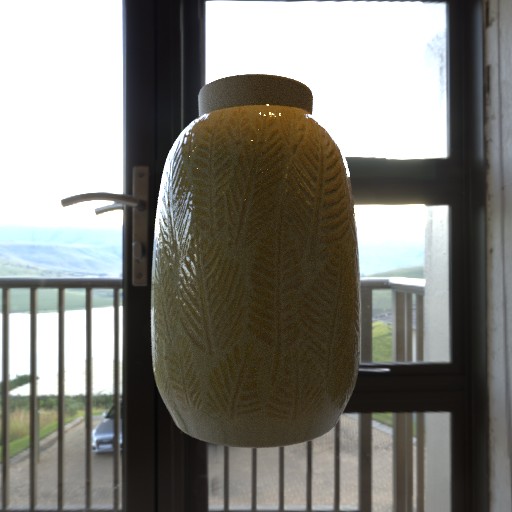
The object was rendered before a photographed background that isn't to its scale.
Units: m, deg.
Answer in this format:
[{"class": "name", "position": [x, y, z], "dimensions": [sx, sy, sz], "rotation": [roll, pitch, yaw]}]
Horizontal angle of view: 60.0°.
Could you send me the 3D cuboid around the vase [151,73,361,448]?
[{"class": "vase", "position": [0.000, 0.000, 0.374], "dimensions": [0.172, 0.270, 0.172], "rotation": [0, -1, 0]}]
